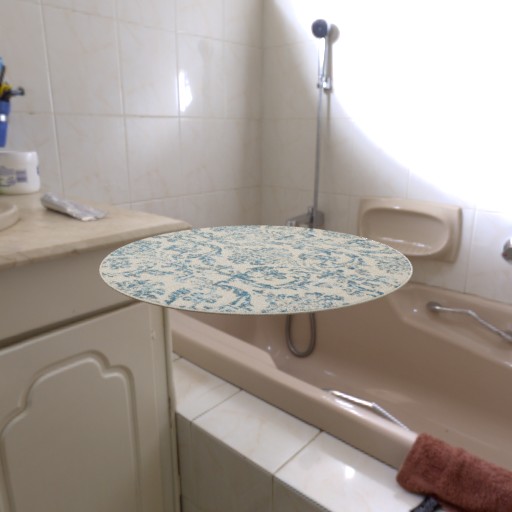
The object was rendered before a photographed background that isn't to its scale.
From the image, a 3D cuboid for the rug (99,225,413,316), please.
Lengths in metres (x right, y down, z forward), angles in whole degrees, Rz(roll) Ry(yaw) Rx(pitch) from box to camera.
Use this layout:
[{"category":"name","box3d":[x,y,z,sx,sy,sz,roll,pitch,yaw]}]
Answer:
[{"category":"rug","box3d":[0.000,0.000,2.378,1.593,0.012,1.593,0,16,0]}]
